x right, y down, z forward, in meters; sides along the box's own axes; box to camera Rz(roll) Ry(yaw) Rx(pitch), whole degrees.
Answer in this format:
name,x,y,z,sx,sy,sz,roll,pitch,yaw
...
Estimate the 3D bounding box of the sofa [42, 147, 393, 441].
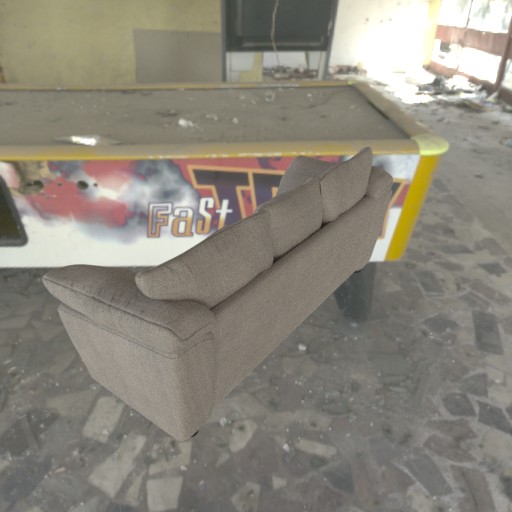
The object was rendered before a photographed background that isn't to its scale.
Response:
name,x,y,z,sx,sy,sz,roll,pitch,yaw
sofa,0.000,0.000,2.823,0.878,0.996,2.334,20,36,31
